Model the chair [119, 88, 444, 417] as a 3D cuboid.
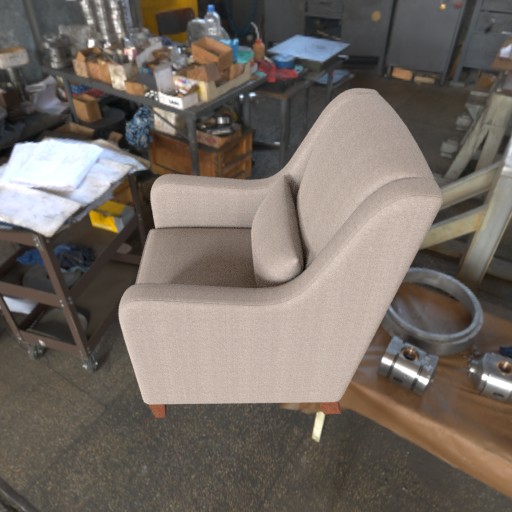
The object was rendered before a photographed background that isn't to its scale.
[{"bbox_3d":[0.000,0.000,1.613,0.890,1.017,0.715,-1,41,-1],"label":"chair"}]
